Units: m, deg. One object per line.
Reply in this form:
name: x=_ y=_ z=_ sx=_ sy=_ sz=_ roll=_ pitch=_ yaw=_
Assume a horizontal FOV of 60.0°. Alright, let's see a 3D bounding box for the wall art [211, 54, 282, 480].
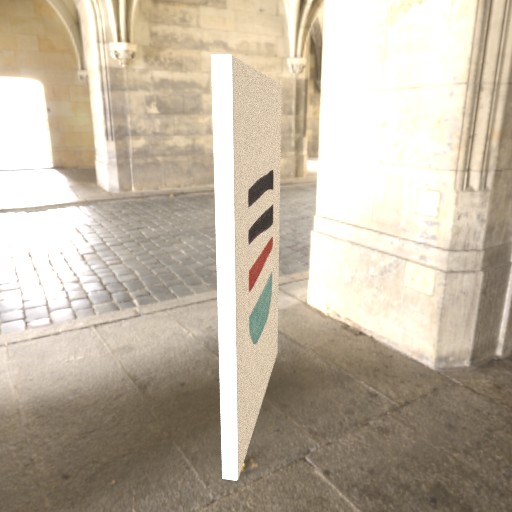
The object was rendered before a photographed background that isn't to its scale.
wall art: x=0.000 y=0.000 z=1.190 sx=0.038 sy=0.912 sz=0.607 roll=3 pitch=17 yaw=11
